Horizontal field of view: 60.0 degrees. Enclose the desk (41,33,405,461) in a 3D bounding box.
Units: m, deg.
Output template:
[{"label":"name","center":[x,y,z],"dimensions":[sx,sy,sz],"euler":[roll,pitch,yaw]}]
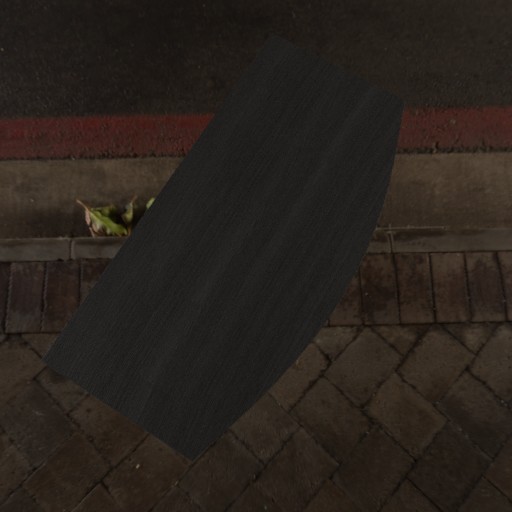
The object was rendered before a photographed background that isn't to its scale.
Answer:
[{"label":"desk","center":[0.000,0.000,2.041],"dimensions":[0.802,0.750,1.600],"euler":[30,77,7]}]
